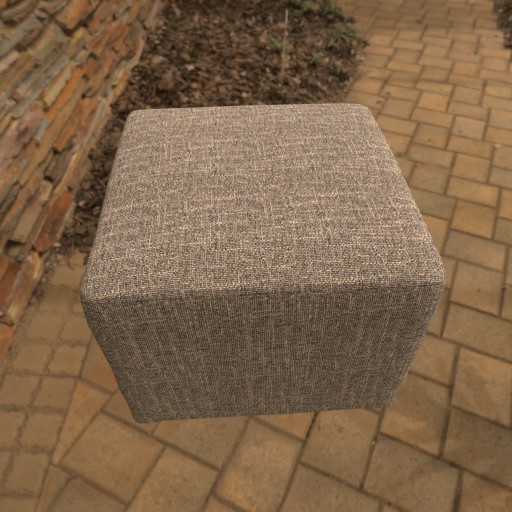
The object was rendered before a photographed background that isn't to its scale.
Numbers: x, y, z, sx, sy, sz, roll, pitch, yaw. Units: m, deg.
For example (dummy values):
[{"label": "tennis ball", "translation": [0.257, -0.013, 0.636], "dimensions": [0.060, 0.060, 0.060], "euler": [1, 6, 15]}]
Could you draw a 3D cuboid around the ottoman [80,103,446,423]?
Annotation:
[{"label": "ottoman", "translation": [0.000, 0.000, 0.905], "dimensions": [0.521, 0.453, 0.512], "euler": [-3, 47, -2]}]
